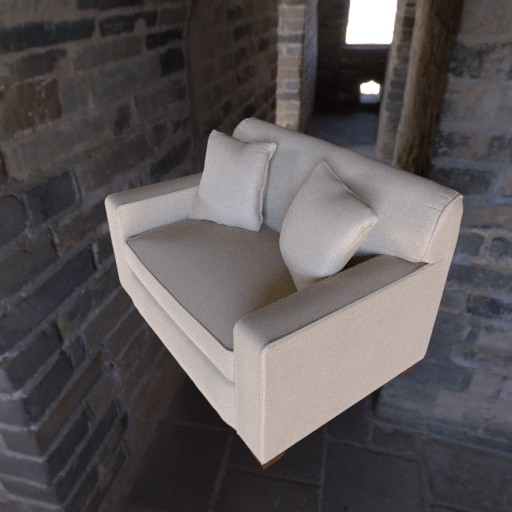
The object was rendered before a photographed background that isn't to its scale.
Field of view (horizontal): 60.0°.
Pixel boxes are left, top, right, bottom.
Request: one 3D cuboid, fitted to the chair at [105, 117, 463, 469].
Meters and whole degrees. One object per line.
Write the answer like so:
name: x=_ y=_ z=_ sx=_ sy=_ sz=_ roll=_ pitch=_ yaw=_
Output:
chair: x=0.000 y=0.000 z=2.091 sx=1.000 sy=0.948 sz=1.383 roll=-20 pitch=37 yaw=-30
